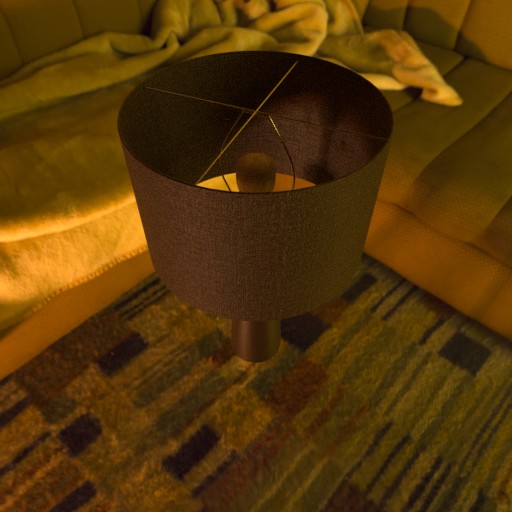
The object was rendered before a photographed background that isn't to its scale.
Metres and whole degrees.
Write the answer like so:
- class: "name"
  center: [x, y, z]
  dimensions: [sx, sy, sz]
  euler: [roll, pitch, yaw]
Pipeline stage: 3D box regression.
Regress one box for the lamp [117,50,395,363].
- class: "lamp"
  center: [0.000, 0.000, 0.672]
  dimensions: [0.303, 0.488, 0.303]
  euler: [0, 47, 0]
